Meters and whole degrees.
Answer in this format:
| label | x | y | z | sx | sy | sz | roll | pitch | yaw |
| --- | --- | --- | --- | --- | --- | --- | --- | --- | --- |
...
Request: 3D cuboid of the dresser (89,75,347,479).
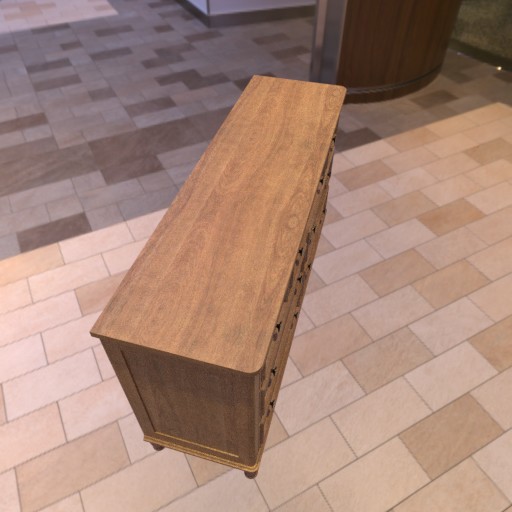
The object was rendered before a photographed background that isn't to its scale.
| label | x | y | z | sx | sy | sz | roll | pitch | yaw |
| --- | --- | --- | --- | --- | --- | --- | --- | --- | --- |
| dresser | 0.000 | 0.000 | 1.975 | 0.468 | 0.892 | 1.583 | 12 | 48 | 11 |
